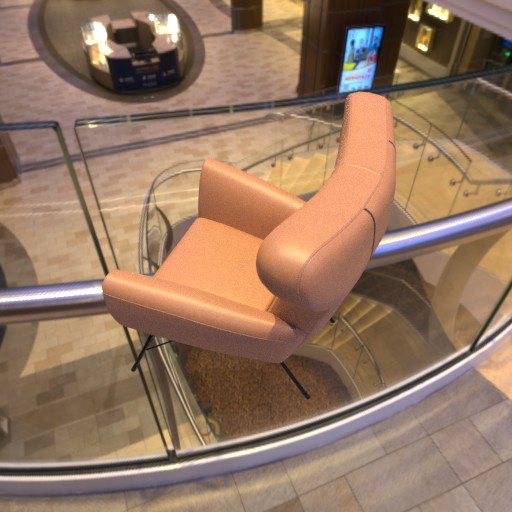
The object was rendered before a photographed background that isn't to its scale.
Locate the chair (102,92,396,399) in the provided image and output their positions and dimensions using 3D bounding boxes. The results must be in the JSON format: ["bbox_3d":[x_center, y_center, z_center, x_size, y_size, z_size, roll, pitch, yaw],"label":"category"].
[{"bbox_3d":[0.000,0.000,1.743,0.900,1.050,0.980,15,47,15],"label":"chair"}]
